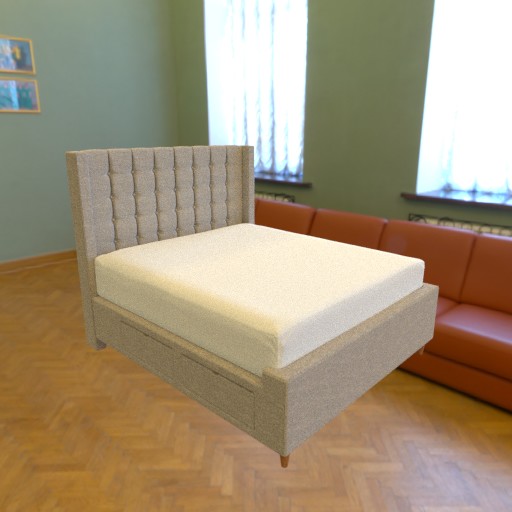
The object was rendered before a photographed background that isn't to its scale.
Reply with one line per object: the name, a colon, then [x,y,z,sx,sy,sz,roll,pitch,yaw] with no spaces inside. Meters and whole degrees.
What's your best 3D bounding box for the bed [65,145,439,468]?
bed: [0.000,0.000,3.772,2.372,1.748,2.044,15,22,41]
